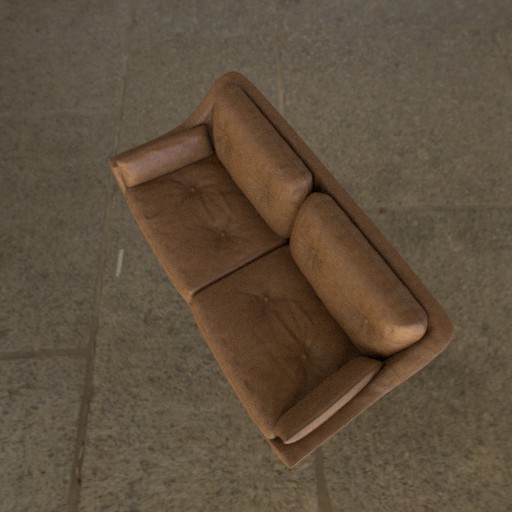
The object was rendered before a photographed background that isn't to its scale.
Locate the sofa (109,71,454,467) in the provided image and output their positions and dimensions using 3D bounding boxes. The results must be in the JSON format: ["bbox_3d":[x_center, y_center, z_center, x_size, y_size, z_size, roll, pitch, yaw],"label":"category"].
[{"bbox_3d":[0.000,0.000,2.382,0.904,0.839,1.902,-29,67,-13],"label":"sofa"}]
